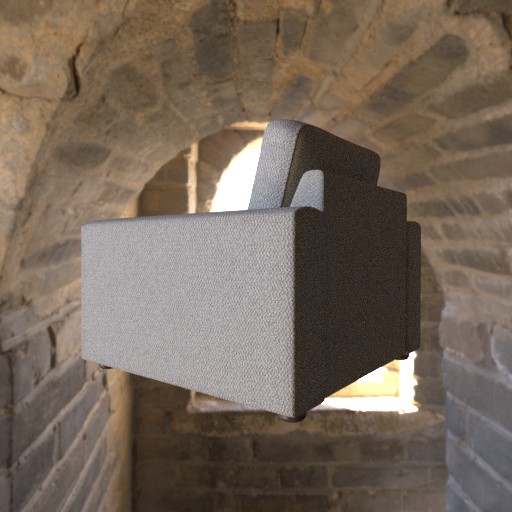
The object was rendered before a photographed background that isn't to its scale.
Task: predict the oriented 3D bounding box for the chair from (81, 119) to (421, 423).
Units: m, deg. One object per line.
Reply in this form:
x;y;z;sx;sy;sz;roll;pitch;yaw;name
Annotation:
0.000;0.000;1.803;1.016;0.873;1.005;1;1;38;chair
